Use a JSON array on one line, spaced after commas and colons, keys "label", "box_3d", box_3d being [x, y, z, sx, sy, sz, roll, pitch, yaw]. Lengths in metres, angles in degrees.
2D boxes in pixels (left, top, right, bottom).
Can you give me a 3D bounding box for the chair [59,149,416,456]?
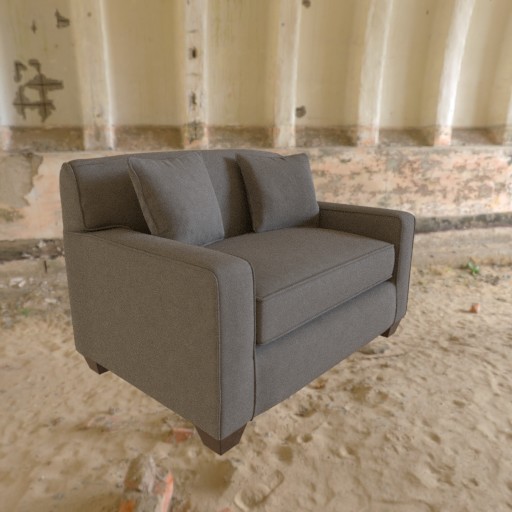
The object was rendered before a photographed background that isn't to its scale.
[{"label": "chair", "box_3d": [0.000, 0.000, 2.070, 0.992, 0.953, 1.395, 13, 20, 40]}]
